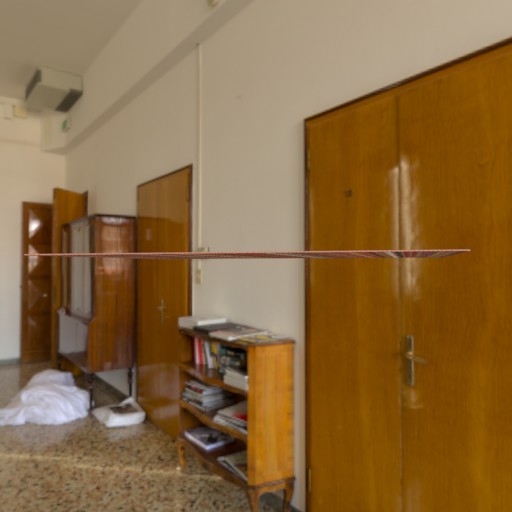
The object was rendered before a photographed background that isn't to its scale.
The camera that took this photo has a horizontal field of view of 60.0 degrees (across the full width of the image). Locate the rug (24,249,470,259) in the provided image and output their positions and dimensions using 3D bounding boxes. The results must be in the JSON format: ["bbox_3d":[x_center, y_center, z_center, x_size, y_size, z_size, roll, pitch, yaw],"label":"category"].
[{"bbox_3d":[0.000,0.000,2.990,2.438,0.008,1.523,0,-1,19],"label":"rug"}]
